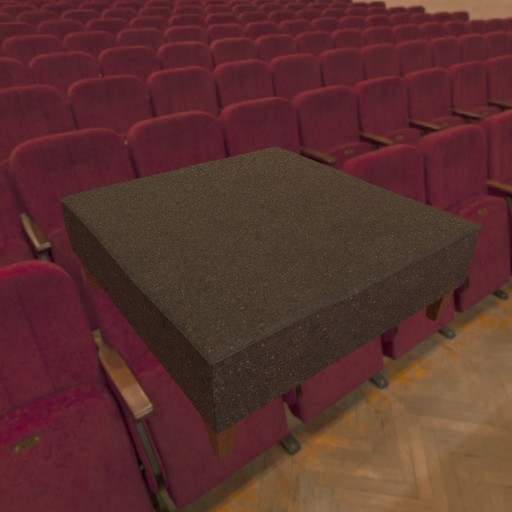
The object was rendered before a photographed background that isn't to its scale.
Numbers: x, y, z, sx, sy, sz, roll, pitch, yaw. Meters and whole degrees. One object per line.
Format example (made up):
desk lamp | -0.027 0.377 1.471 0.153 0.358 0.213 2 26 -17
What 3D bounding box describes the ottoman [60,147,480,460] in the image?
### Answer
ottoman | 0.000 0.000 1.521 0.968 0.382 1.004 -21 37 -31
